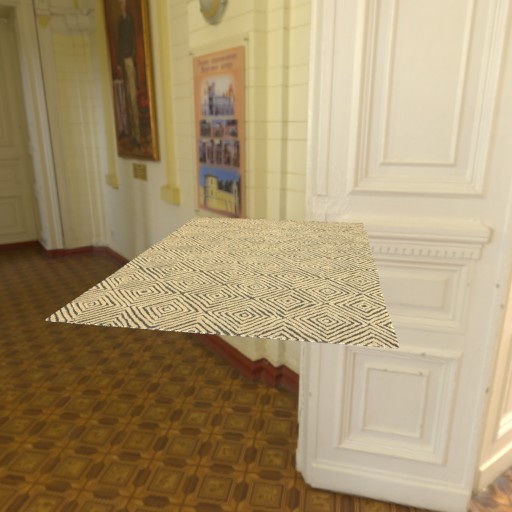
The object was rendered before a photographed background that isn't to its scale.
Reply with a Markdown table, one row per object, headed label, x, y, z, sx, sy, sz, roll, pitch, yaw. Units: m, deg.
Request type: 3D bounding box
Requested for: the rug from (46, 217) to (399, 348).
| label | x | y | z | sx | sy | sz | roll | pitch | yaw |
| --- | --- | --- | --- | --- | --- | --- | --- | --- | --- |
| rug | 0.000 | 0.000 | 2.248 | 1.177 | 0.004 | 1.750 | 3 | 17 | 9 |
